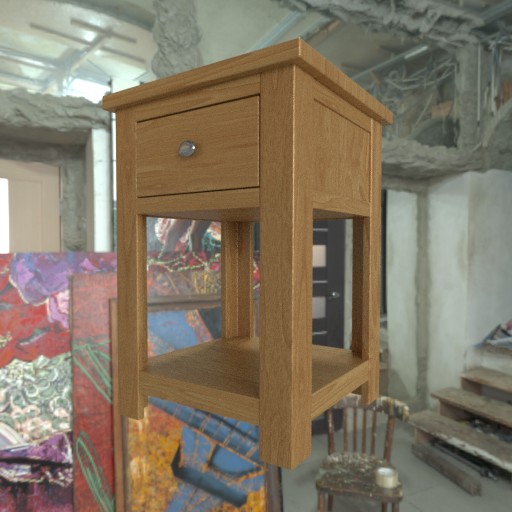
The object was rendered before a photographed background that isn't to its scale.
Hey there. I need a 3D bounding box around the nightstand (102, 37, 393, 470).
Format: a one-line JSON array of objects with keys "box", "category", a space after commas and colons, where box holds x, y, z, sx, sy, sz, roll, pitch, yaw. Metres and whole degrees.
[{"box": [0.000, 0.000, 0.905, 0.428, 0.614, 0.418, 1, 2, 34], "category": "nightstand"}]
